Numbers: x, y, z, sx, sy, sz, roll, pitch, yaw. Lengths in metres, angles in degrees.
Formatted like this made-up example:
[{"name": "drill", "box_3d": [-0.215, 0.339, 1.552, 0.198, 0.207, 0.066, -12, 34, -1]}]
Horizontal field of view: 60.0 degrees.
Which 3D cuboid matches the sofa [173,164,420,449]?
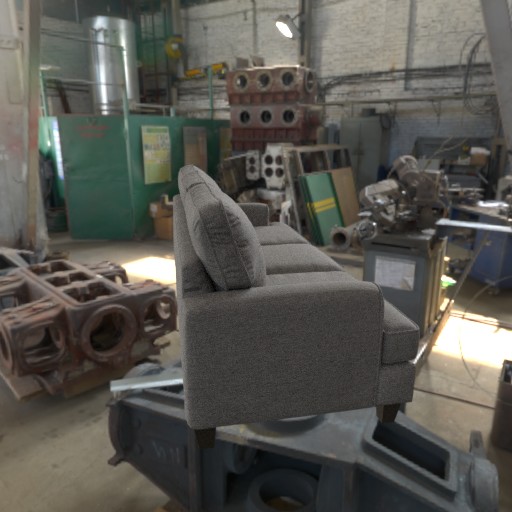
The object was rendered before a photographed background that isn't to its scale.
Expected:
[{"name": "sofa", "box_3d": [0.000, 0.000, 2.651, 0.951, 0.965, 2.158, -3, 16, -11]}]
